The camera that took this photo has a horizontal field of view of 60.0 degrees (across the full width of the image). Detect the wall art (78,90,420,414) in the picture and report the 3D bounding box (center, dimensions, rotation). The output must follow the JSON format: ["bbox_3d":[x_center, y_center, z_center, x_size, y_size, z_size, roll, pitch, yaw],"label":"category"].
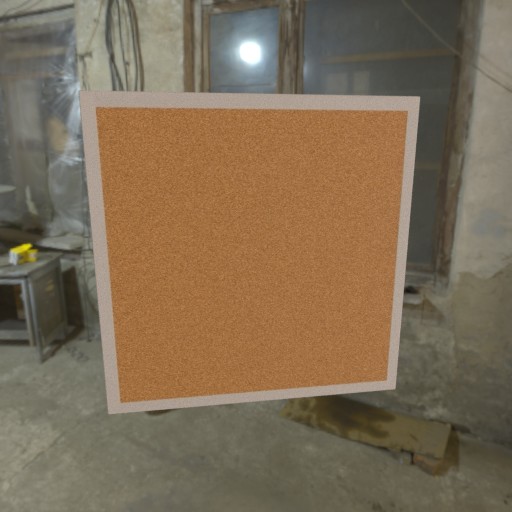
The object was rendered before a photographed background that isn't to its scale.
[{"bbox_3d":[0.000,0.000,0.446,0.305,0.305,0.038,-2,14,-9],"label":"wall art"}]
